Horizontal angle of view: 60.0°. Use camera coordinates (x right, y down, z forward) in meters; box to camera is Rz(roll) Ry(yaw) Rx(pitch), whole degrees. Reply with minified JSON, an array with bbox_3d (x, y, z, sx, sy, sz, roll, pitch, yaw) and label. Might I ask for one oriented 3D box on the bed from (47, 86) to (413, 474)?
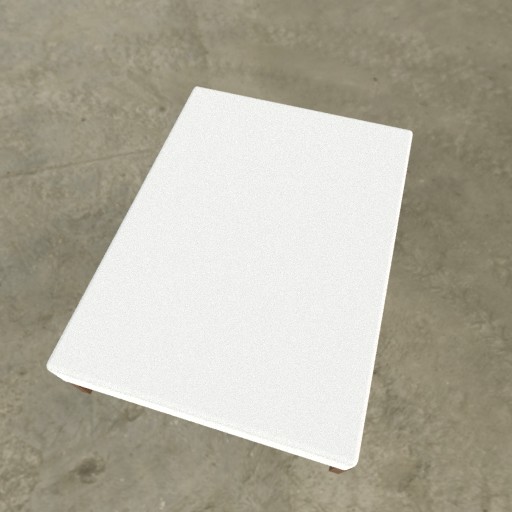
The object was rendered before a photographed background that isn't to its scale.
[{"bbox_3d":[0.000,0.000,2.721,1.529,0.593,2.050,14,62,8],"label":"bed"}]
